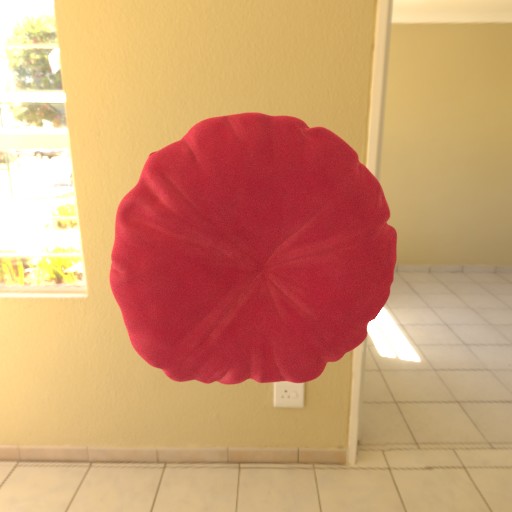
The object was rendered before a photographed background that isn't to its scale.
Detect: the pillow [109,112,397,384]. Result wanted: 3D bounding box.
[{"bbox_3d":[0.000,0.000,0.660,0.428,0.407,0.148,-2,16,-8],"label":"pillow"}]
